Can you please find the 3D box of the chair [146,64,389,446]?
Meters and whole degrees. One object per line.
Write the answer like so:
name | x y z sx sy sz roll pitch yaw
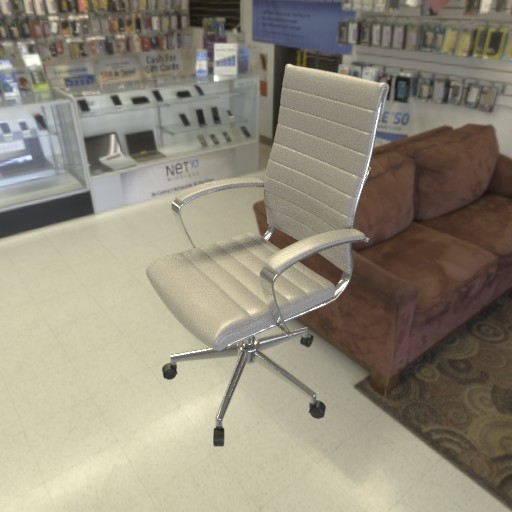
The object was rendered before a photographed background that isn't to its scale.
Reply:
chair | 0.000 0.000 1.553 0.667 1.149 0.679 -20 37 -30
